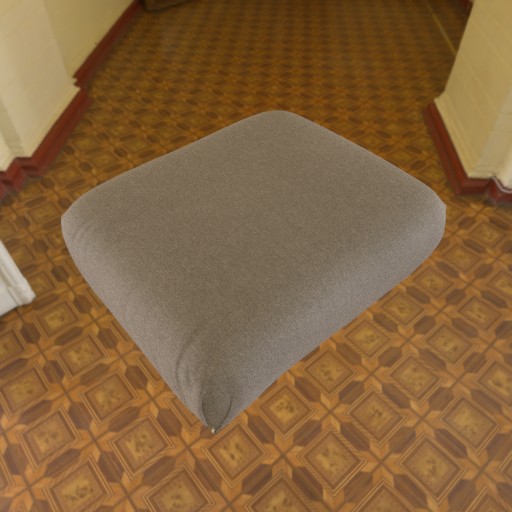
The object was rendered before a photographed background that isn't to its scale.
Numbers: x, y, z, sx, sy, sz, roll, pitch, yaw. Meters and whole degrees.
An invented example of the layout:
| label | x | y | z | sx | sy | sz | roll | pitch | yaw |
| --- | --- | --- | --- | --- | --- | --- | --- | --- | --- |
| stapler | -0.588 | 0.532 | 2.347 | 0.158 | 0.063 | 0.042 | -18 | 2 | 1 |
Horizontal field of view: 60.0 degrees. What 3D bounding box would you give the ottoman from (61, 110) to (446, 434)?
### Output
| label | x | y | z | sx | sy | sz | roll | pitch | yaw |
| --- | --- | --- | --- | --- | --- | --- | --- | --- | --- |
| ottoman | 0.000 | 0.000 | 1.128 | 0.747 | 0.450 | 0.622 | -32 | 55 | -27 |
